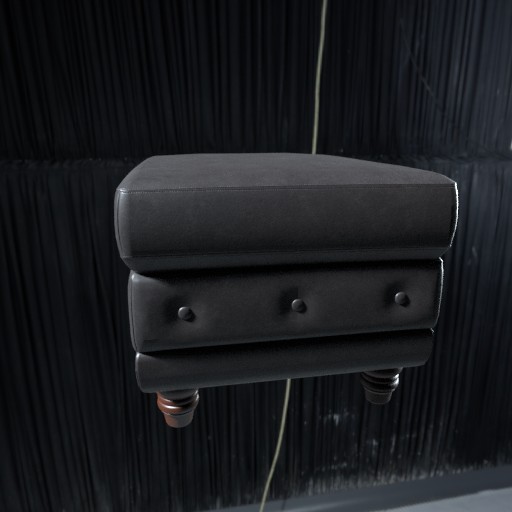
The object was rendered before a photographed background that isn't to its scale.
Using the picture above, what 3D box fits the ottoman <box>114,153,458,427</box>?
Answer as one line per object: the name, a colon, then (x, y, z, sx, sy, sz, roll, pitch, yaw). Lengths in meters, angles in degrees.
ottoman: (0.000, 0.000, 1.138, 0.590, 0.498, 0.795, -3, 16, -10)
